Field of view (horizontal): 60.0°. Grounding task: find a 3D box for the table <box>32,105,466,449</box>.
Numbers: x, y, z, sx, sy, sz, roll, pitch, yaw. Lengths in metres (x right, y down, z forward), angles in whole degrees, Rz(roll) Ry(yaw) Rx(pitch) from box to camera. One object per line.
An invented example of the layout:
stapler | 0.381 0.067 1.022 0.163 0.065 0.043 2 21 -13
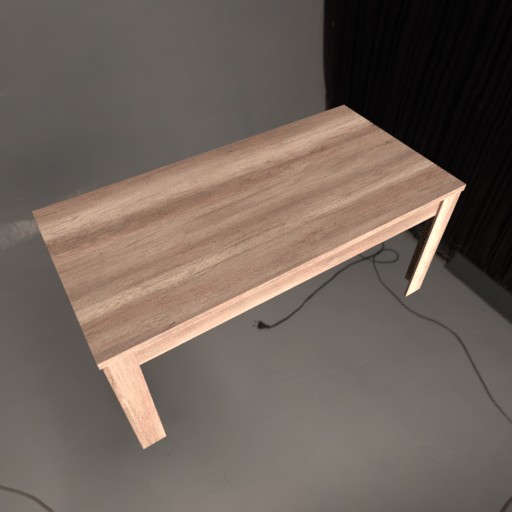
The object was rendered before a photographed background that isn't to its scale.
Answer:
table | 0.000 0.000 2.334 1.800 0.790 0.900 -25 52 -21
